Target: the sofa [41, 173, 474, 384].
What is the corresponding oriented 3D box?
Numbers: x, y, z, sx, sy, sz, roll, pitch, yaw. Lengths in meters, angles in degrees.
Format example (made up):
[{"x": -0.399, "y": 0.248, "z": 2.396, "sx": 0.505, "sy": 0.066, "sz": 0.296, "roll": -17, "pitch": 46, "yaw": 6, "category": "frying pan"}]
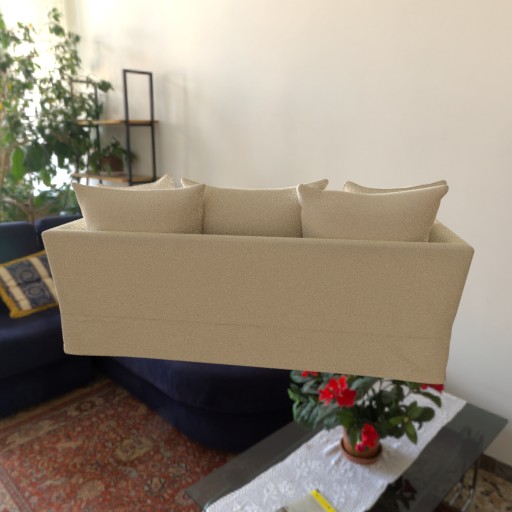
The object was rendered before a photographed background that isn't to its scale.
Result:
[{"x": 0.000, "y": 0.000, "z": 2.814, "sx": 2.290, "sy": 1.034, "sz": 1.031, "roll": 2, "pitch": 15, "yaw": 9, "category": "sofa"}]
